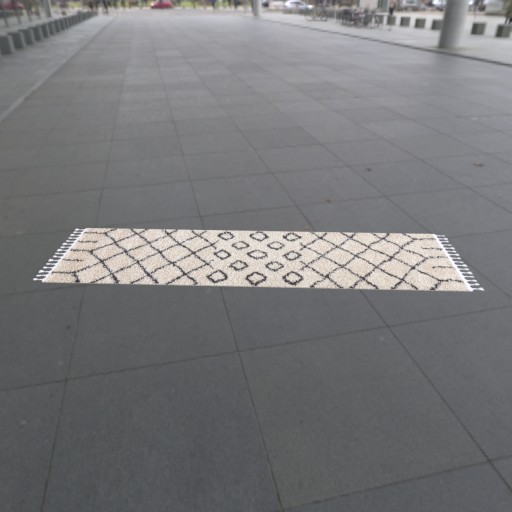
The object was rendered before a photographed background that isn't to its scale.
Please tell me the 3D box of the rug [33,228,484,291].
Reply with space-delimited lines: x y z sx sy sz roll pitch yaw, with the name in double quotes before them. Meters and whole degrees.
"rug" 0.000 0.000 2.682 2.464 0.005 0.660 1 30 2
